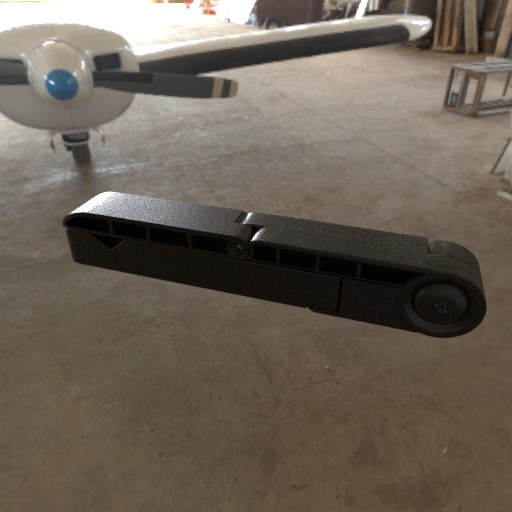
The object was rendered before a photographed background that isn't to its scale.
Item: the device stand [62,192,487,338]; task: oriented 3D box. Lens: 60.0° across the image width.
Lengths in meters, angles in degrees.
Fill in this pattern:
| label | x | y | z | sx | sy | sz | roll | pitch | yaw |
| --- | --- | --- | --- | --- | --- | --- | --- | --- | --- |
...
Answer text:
| label | x | y | z | sx | sy | sz | roll | pitch | yaw |
| --- | --- | --- | --- | --- | --- | --- | --- | --- | --- |
| device stand | 0.000 | 0.000 | 0.190 | 0.179 | 0.030 | 0.026 | 10 | 33 | 15 |
